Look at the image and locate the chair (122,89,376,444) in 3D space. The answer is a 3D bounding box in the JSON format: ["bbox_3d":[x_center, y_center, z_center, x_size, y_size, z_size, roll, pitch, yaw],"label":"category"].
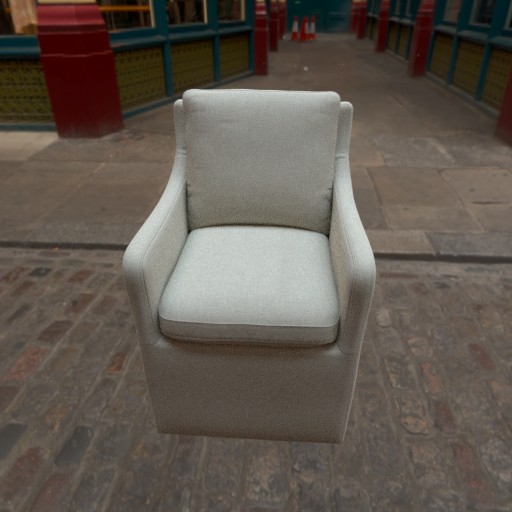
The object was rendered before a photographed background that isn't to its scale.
[{"bbox_3d":[0.000,0.000,1.388,0.626,0.914,0.694,2,31,3],"label":"chair"}]
